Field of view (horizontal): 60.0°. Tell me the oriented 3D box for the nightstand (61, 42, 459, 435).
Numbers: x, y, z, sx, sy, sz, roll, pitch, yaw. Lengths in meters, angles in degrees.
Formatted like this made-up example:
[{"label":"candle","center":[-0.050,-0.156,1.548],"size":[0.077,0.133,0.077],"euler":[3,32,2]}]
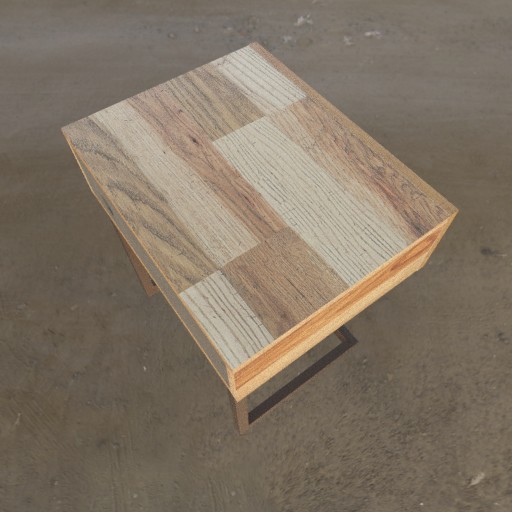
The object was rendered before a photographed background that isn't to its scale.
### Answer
[{"label":"nightstand","center":[0.000,0.000,1.038],"size":[0.481,0.632,0.558],"euler":[-32,64,-18]}]
